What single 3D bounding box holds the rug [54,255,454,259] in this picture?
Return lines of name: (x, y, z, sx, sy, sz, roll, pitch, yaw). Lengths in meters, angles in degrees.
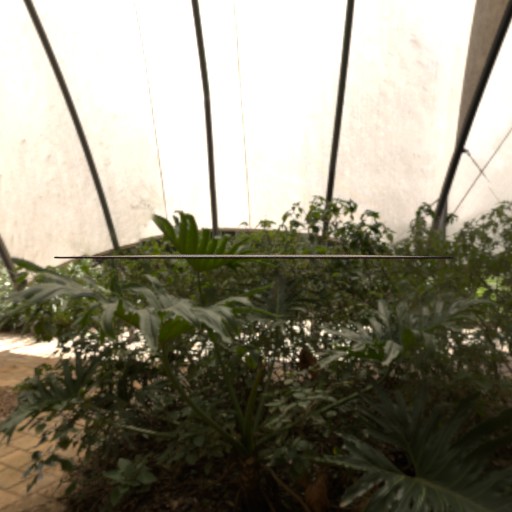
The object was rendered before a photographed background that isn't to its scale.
rug: (0.000, 0.000, 2.896, 1.630, 0.009, 2.232, 0, 0, 1)
